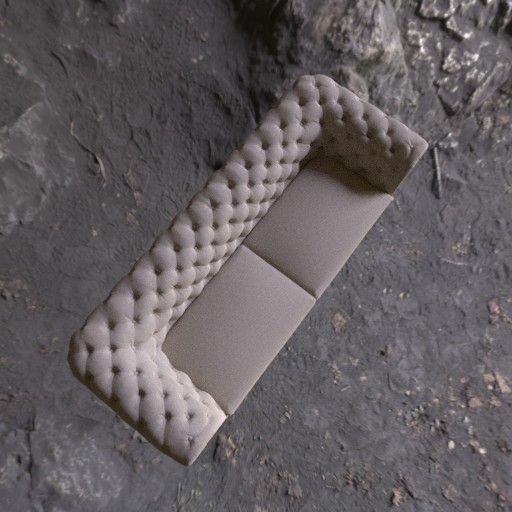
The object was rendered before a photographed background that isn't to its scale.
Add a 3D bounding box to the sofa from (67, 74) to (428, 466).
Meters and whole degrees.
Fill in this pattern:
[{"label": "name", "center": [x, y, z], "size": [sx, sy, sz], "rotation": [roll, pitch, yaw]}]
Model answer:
[{"label": "sofa", "center": [0.000, 0.000, 3.193], "size": [1.076, 0.847, 2.694], "rotation": [37, 77, 10]}]
